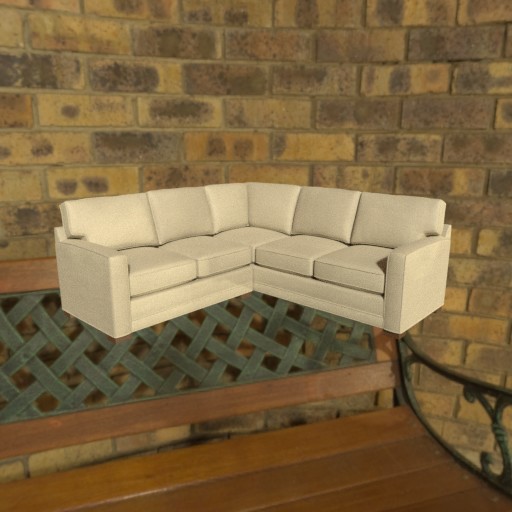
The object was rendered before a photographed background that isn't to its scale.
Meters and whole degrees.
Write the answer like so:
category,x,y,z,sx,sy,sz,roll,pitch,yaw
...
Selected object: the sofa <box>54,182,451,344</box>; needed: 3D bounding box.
category,x,y,z,sx,sy,sz,roll,pitch,yaw
sofa,0.000,0.000,3.460,2.189,0.939,2.182,13,19,41
